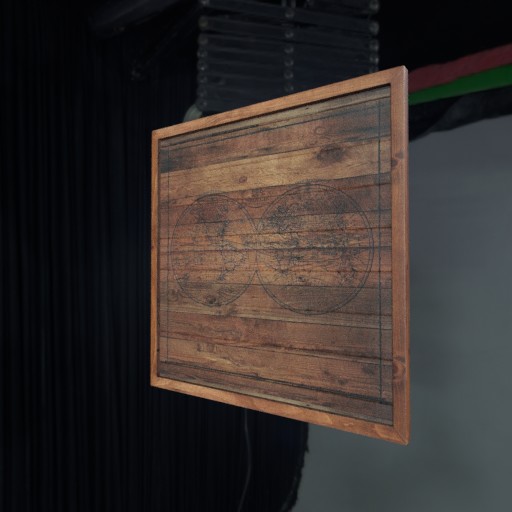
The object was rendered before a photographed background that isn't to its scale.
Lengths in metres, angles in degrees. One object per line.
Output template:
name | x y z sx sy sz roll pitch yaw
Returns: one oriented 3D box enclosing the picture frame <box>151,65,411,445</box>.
picture frame | 0.000 0.000 1.198 0.810 0.817 0.029 -1 -2 36
